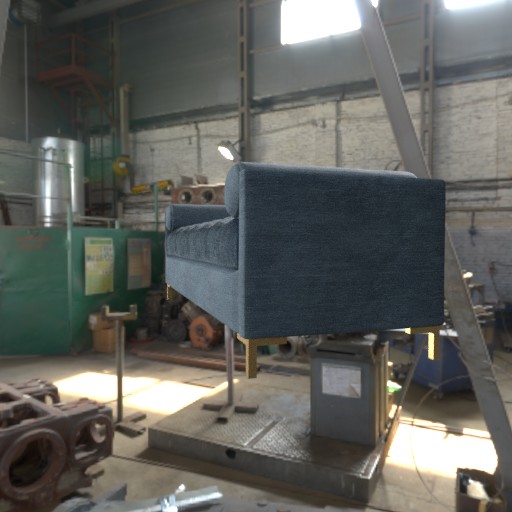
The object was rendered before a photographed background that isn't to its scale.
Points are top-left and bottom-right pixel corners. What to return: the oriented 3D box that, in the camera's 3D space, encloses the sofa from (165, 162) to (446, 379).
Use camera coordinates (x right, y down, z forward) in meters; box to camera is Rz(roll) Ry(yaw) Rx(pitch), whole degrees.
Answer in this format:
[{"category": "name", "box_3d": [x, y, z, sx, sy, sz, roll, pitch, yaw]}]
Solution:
[{"category": "sofa", "box_3d": [0.000, 0.000, 2.471, 0.796, 0.705, 2.102, -1, 2, -18]}]
